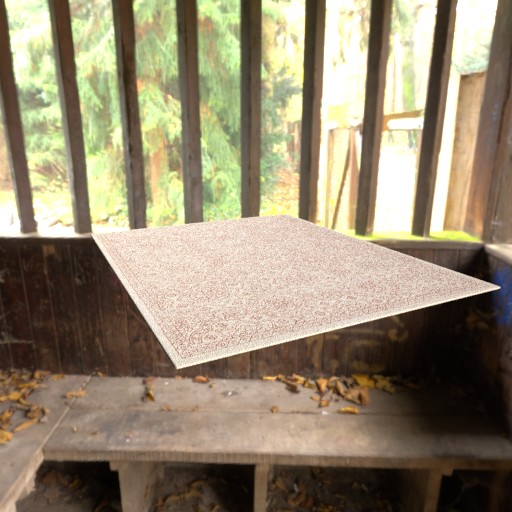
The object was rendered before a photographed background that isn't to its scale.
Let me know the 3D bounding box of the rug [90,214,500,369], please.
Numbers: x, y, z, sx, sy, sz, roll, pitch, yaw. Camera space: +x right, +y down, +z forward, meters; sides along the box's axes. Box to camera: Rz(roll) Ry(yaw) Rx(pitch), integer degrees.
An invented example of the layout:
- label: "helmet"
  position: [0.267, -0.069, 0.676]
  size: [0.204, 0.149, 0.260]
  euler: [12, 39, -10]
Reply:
- label: "rug"
  position: [0.000, 0.000, 3.989]
  size: [2.441, 0.015, 3.050]
  euler: [-8, 19, -26]
